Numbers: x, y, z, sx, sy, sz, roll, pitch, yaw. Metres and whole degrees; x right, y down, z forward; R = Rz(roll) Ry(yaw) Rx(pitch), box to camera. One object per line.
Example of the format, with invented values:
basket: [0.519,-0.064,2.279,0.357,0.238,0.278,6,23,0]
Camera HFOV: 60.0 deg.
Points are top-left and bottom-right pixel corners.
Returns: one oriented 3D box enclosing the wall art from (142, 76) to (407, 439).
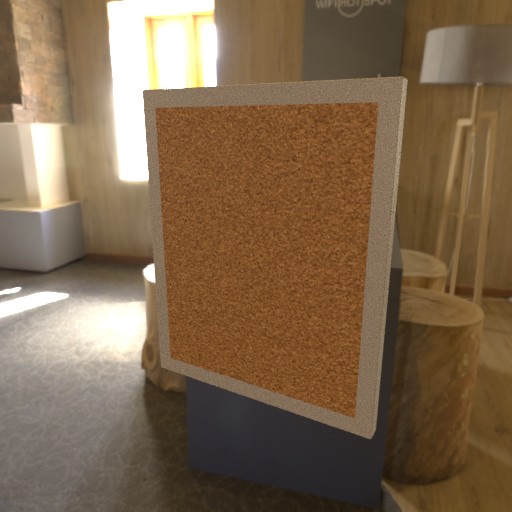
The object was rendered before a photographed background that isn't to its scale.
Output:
wall art: [0.000,0.000,0.770,0.454,0.556,0.028,9,19,29]
